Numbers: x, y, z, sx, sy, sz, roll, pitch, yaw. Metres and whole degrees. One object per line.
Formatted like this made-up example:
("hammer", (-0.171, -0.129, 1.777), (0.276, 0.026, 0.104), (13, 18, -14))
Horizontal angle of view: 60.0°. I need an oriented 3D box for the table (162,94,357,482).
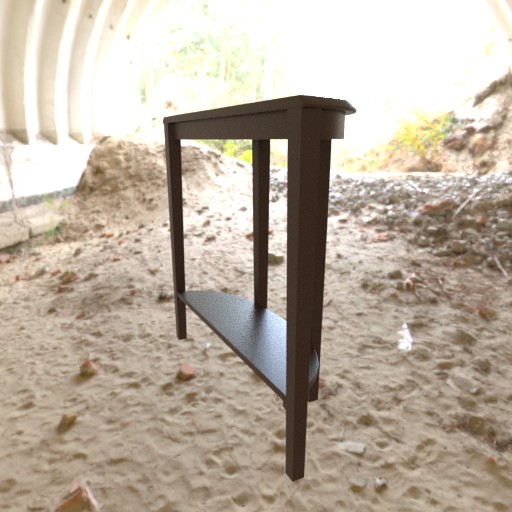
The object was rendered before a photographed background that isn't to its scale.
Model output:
("table", (0.000, 0.000, 1.332), (0.274, 0.831, 0.909), (-7, 16, -26))
